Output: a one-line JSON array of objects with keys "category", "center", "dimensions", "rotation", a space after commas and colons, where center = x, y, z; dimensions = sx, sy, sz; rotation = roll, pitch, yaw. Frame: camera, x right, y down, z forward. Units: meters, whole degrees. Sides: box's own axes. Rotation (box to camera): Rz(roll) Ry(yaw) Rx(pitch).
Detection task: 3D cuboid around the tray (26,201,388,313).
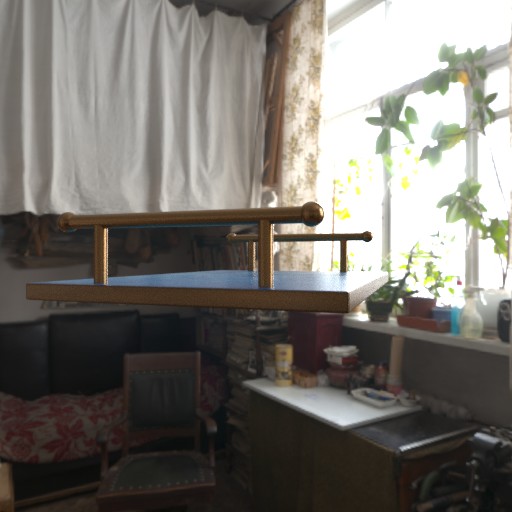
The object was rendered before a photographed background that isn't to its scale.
[{"category": "tray", "center": [0.000, 0.000, 0.577], "dimensions": [0.304, 0.084, 0.444], "rotation": [0, 0, 20]}]
